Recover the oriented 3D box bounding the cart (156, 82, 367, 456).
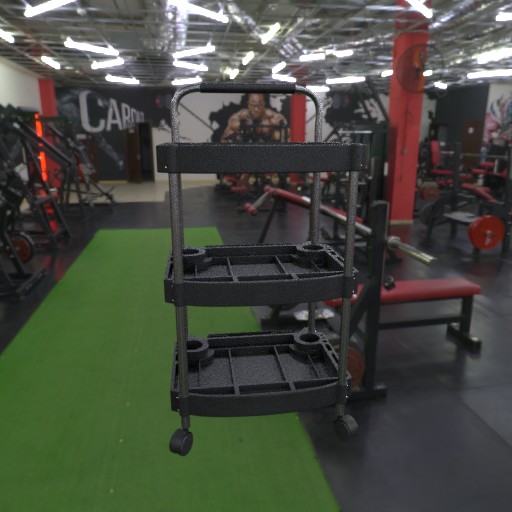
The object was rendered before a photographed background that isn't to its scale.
[{"bbox_3d":[0.000,0.000,1.419,0.584,1.075,0.518,-2,16,-7],"label":"cart"}]
